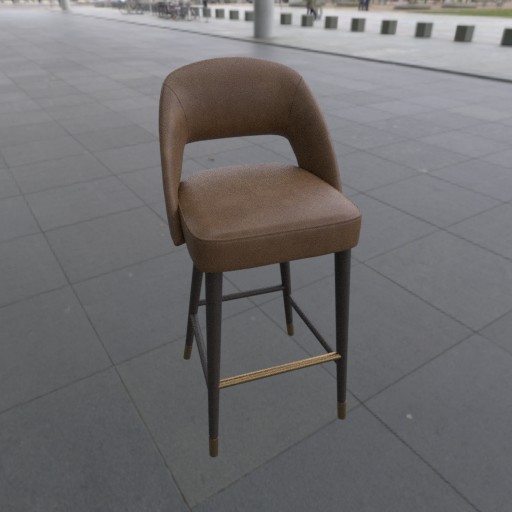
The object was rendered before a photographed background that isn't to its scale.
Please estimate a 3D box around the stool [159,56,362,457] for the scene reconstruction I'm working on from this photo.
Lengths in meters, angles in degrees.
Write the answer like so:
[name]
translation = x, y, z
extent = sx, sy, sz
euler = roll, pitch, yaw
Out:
[stool]
translation = 0.000, 0.000, 1.322
extent = 0.494, 1.037, 0.509
euler = -10, 32, -16
